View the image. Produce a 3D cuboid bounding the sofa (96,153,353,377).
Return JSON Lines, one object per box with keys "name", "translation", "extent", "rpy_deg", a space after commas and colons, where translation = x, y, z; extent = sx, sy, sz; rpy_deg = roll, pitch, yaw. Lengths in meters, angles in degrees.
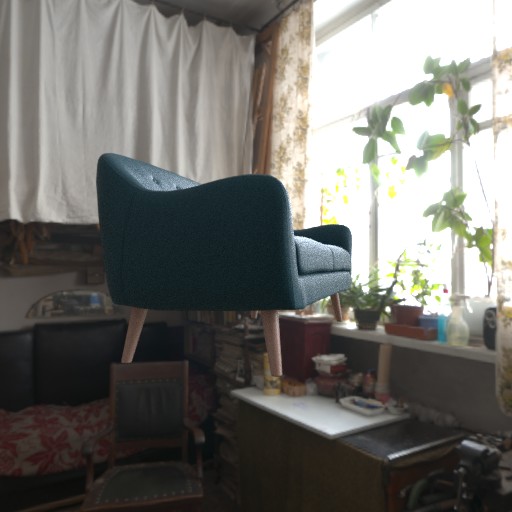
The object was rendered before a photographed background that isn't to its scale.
{"name": "sofa", "translation": [0.000, 0.000, 2.318], "extent": [0.820, 0.836, 1.840], "rpy_deg": [0, -1, 19]}
